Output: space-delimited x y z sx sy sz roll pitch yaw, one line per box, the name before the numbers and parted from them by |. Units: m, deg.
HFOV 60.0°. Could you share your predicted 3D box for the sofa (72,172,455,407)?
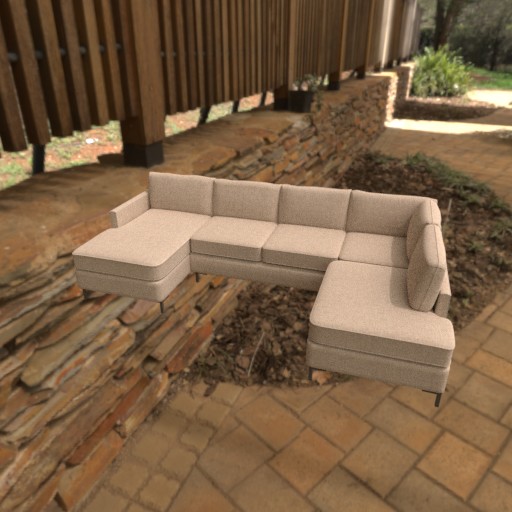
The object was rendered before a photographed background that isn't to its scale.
sofa | 0.000 0.000 4.272 3.423 0.996 2.021 8 27 16
